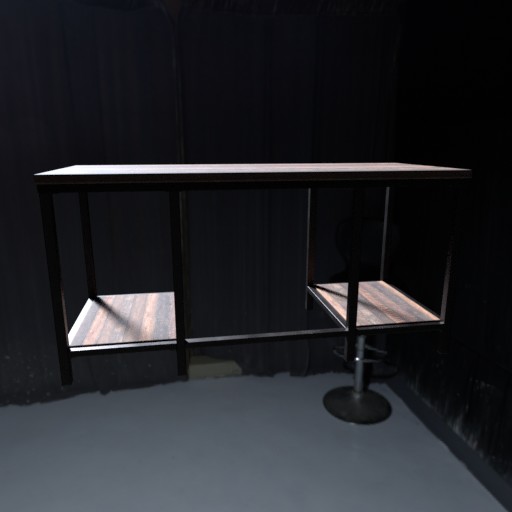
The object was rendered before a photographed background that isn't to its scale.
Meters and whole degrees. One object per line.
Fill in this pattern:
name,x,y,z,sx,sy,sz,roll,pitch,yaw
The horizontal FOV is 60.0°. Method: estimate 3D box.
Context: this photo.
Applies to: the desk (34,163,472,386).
desk,0.000,0.000,1.921,1.538,0.753,0.617,-2,14,-9
